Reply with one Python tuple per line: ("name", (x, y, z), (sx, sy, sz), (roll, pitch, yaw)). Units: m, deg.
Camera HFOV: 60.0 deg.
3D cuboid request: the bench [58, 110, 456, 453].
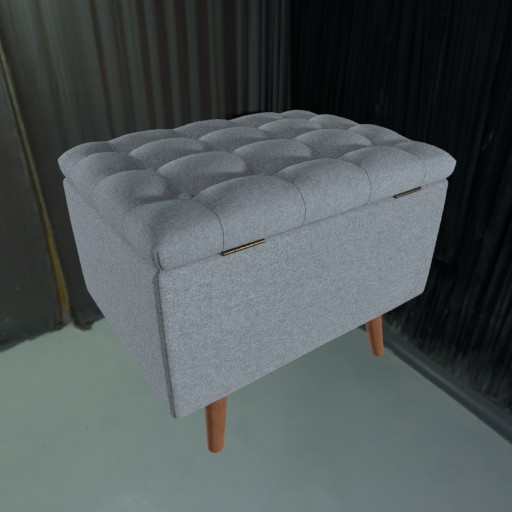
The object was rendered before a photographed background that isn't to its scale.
("bench", (0.000, 0.000, 0.868), (0.572, 0.469, 0.417), (-19, 35, -30))
